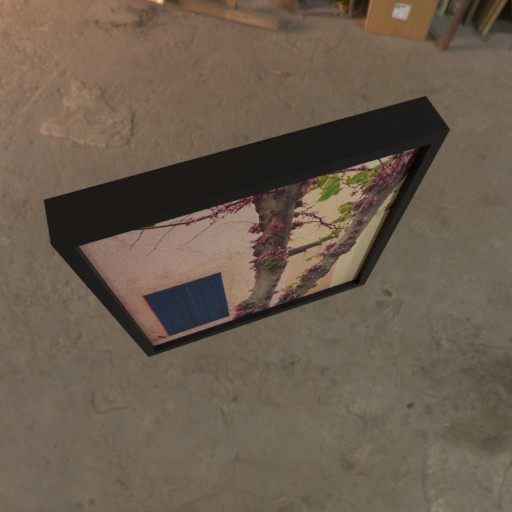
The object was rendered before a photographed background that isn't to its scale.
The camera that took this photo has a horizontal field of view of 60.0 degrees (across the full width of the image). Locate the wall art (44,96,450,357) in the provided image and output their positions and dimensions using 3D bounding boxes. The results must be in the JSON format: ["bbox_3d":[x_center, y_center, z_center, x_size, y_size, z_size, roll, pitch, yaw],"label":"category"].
[{"bbox_3d":[0.000,0.000,0.463,0.305,0.304,0.038,-17,64,-9],"label":"wall art"}]
